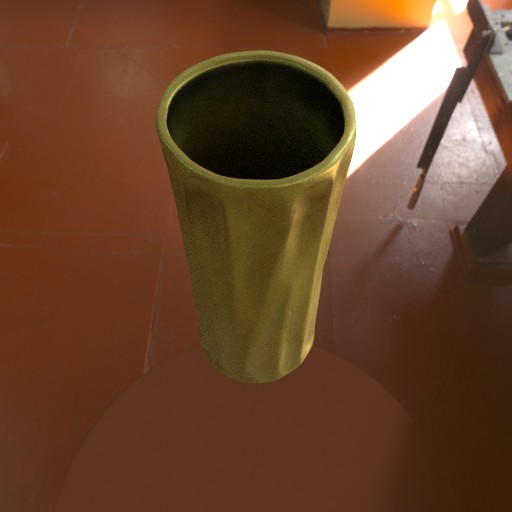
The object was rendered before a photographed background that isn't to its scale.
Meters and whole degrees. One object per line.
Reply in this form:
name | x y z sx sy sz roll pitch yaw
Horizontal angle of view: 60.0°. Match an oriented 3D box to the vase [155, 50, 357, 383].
vase | 0.000 0.000 0.174 0.061 0.143 0.061 0 58 0
